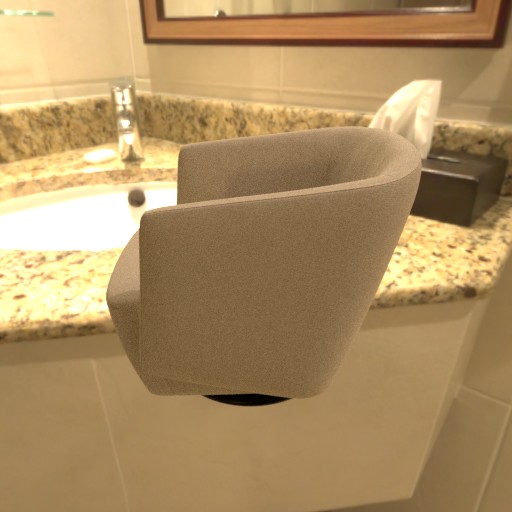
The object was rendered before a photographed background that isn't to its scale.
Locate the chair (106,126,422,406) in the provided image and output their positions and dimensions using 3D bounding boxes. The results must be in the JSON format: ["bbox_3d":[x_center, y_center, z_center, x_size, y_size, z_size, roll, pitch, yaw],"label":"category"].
[{"bbox_3d":[0.000,0.000,1.624,0.986,0.861,0.822,0,27,-1],"label":"chair"}]
